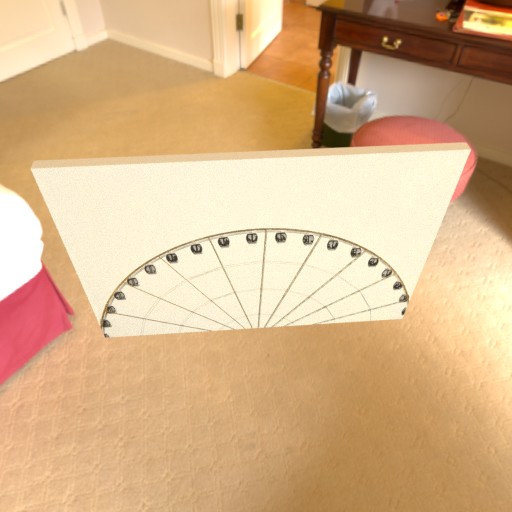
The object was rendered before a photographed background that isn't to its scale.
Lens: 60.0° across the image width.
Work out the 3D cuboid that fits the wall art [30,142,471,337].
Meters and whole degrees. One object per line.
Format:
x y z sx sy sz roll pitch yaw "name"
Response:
0.000 0.000 1.436 1.144 0.767 0.038 -3 46 -3 "wall art"
